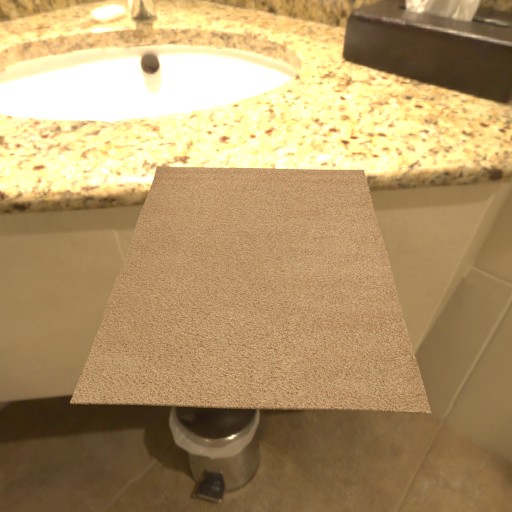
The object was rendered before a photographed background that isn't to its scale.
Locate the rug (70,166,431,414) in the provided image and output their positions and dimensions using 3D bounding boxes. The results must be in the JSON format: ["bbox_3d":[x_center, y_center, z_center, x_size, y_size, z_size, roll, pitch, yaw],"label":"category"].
[{"bbox_3d":[0.000,0.000,4.047,2.400,0.026,3.000,1,43,1],"label":"rug"}]
